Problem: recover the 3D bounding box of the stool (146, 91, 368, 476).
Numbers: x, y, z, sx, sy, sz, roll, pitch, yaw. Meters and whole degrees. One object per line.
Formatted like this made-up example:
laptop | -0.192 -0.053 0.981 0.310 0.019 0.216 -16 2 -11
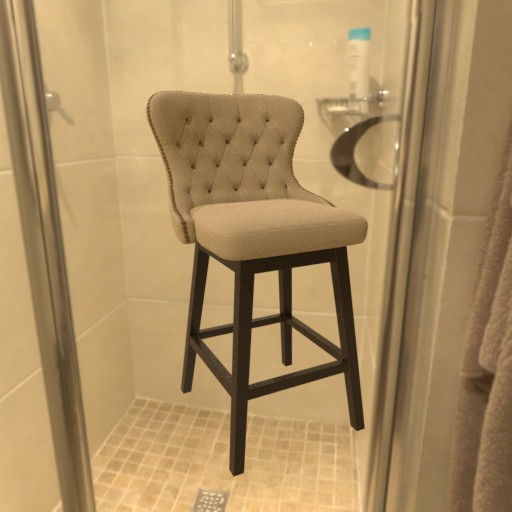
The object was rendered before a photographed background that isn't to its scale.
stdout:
stool | 0.000 0.000 1.348 0.528 0.971 0.593 -8 18 -26
